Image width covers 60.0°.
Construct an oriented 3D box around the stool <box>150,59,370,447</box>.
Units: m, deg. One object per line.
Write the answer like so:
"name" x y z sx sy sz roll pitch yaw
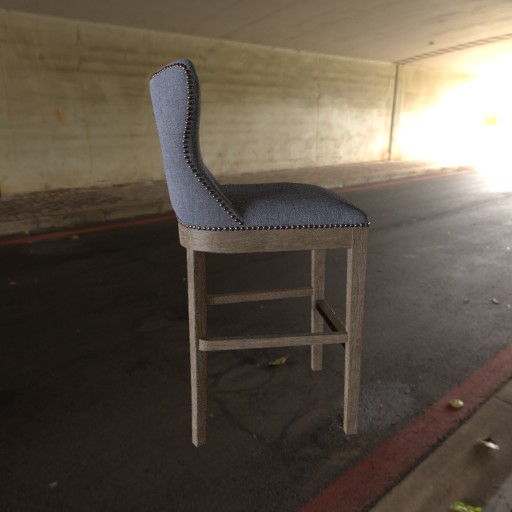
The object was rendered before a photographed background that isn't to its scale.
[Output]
"stool" 0.000 0.000 1.444 0.606 1.123 0.494 -3 17 -8
